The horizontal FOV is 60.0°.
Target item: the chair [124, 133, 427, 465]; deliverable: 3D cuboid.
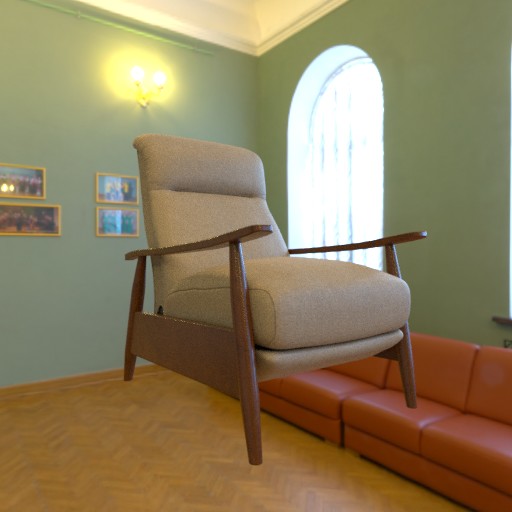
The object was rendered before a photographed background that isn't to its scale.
[{"bbox_3d":[0.000,0.000,1.758,0.762,1.082,1.030,-1,1,-37],"label":"chair"}]
